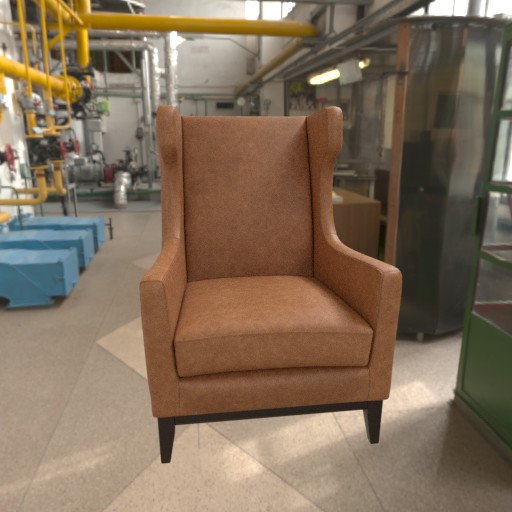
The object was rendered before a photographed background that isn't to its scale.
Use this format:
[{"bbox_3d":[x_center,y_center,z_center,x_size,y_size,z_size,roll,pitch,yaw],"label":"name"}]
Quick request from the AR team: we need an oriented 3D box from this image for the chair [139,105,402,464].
[{"bbox_3d":[0.000,0.000,1.656,0.766,1.079,0.899,-2,16,-7],"label":"chair"}]
